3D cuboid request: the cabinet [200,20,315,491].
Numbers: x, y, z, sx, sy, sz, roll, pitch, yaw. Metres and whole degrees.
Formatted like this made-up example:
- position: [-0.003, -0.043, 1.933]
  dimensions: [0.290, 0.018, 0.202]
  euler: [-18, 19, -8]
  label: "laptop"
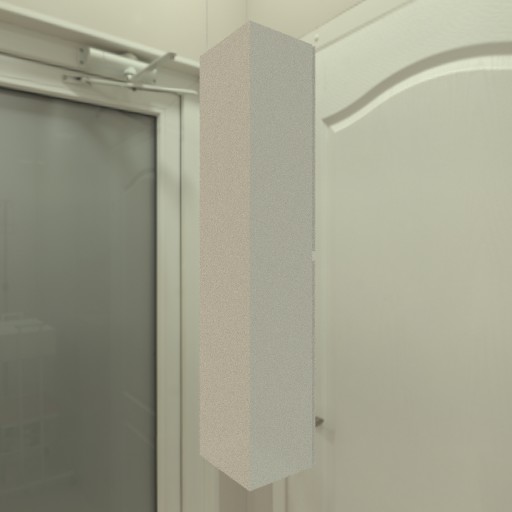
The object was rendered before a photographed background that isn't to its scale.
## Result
- position: [0.000, 0.000, 1.518]
  dimensions: [0.270, 1.400, 0.300]
  euler: [0, 0, -37]
  label: "cabinet"
